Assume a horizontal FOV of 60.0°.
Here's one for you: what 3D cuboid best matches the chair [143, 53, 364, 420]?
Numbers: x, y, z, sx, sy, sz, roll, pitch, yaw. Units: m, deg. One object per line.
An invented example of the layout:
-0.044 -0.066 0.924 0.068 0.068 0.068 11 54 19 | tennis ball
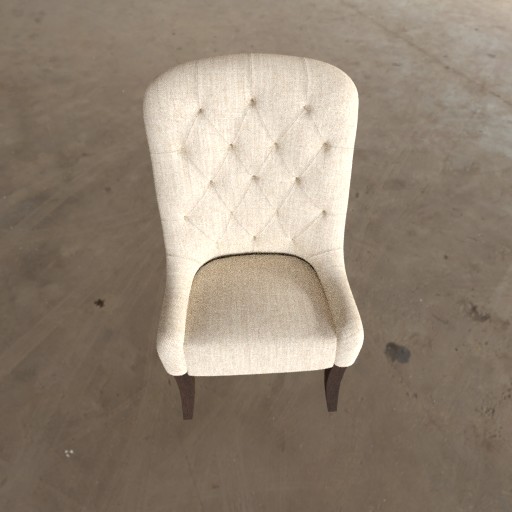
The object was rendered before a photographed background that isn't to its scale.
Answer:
0.000 0.000 1.473 0.634 1.091 0.629 -2 47 -2 | chair
